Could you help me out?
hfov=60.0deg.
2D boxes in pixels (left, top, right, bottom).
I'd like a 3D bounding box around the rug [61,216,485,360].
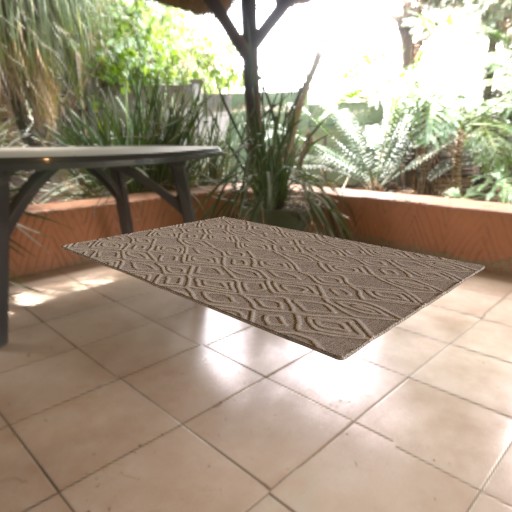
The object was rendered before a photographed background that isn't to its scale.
[{"bbox_3d":[0.000,0.000,2.270,1.832,0.016,1.224,14,21,42],"label":"rug"}]
